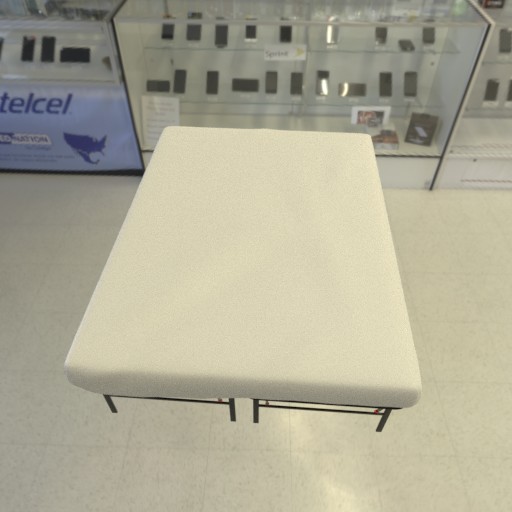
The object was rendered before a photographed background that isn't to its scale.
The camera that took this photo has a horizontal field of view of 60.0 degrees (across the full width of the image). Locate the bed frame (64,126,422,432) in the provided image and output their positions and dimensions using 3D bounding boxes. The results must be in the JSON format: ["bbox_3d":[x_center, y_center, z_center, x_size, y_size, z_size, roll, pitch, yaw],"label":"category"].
[{"bbox_3d":[0.000,0.000,2.804,1.584,0.667,2.151,3,46,3],"label":"bed frame"}]
